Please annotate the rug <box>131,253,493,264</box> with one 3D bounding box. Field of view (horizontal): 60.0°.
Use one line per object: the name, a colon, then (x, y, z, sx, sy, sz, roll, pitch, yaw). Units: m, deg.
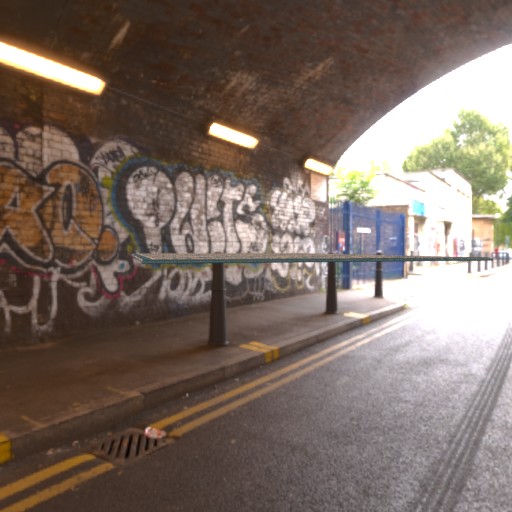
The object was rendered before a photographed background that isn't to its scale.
rug: (0.000, 0.000, 2.273, 1.211, 0.012, 1.833, 0, 1, -17)
